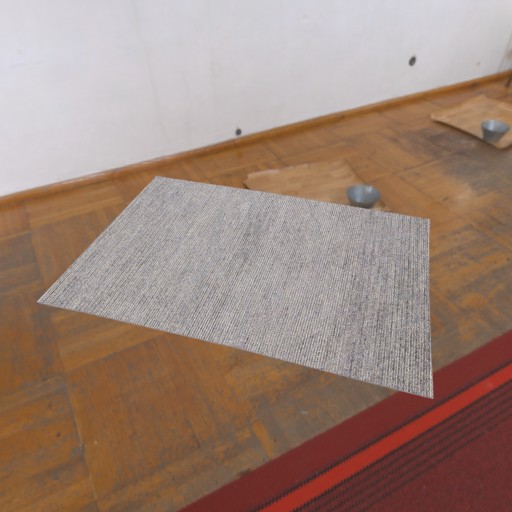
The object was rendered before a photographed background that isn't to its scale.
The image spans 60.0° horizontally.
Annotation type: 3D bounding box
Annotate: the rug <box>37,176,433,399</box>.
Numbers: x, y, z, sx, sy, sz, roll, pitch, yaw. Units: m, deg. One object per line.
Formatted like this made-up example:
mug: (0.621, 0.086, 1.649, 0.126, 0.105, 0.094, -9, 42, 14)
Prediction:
rug: (0.000, 0.000, 3.028, 2.307, 0.030, 1.604, 11, 41, 13)
